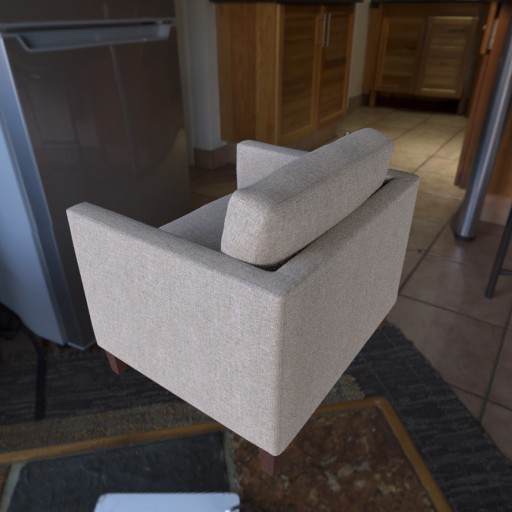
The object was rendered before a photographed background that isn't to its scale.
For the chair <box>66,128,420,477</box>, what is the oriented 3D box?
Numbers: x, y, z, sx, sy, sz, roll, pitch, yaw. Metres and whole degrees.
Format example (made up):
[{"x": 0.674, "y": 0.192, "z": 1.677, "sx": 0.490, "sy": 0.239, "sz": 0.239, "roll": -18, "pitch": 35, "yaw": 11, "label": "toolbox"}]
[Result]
[{"x": 0.000, "y": 0.000, "z": 1.855, "sx": 0.959, "sy": 0.987, "sz": 1.107, "roll": 20, "pitch": 36, "yaw": 30, "label": "chair"}]
